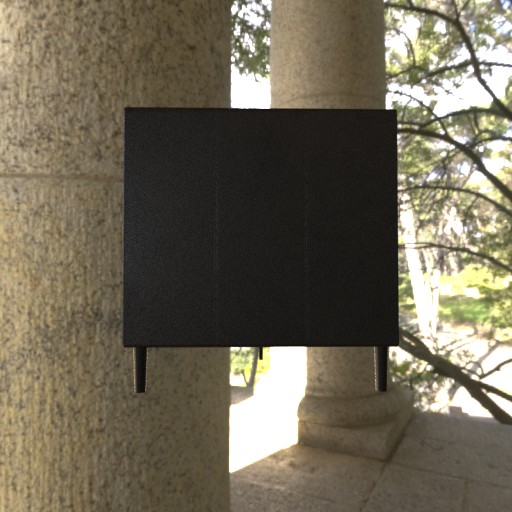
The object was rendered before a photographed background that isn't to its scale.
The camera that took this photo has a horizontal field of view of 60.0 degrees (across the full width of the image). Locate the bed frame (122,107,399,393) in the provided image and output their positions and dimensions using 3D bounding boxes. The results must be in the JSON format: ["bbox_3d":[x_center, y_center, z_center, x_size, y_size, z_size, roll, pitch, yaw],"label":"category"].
[{"bbox_3d":[0.000,0.000,2.524,1.038,1.046,2.152,0,-1,-1],"label":"bed frame"}]
